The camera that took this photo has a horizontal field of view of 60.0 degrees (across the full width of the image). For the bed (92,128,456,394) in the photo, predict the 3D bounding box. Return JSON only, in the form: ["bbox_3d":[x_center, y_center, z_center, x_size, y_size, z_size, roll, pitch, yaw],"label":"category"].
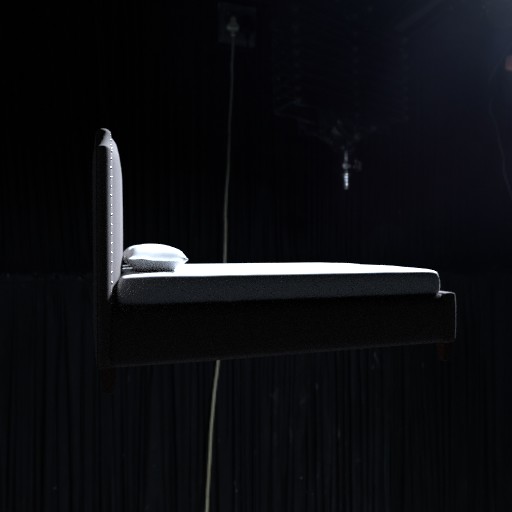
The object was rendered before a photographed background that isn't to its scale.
[{"bbox_3d":[0.000,0.000,3.478,2.372,1.443,1.713,0,1,-18],"label":"bed"}]
